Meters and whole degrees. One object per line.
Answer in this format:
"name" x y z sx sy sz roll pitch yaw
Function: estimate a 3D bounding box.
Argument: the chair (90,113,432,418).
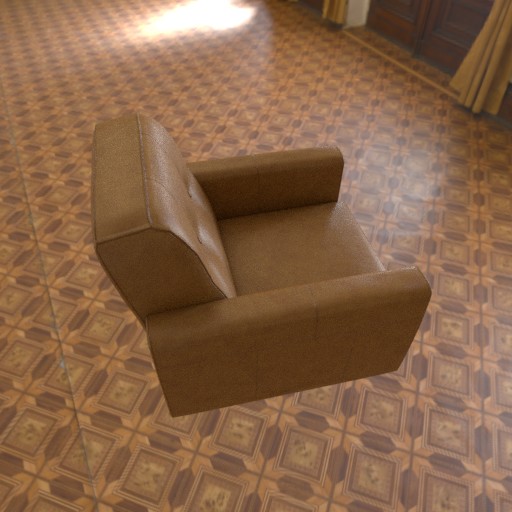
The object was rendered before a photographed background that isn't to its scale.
"chair" 0.000 0.000 1.627 0.942 0.968 0.845 -10 47 -9
